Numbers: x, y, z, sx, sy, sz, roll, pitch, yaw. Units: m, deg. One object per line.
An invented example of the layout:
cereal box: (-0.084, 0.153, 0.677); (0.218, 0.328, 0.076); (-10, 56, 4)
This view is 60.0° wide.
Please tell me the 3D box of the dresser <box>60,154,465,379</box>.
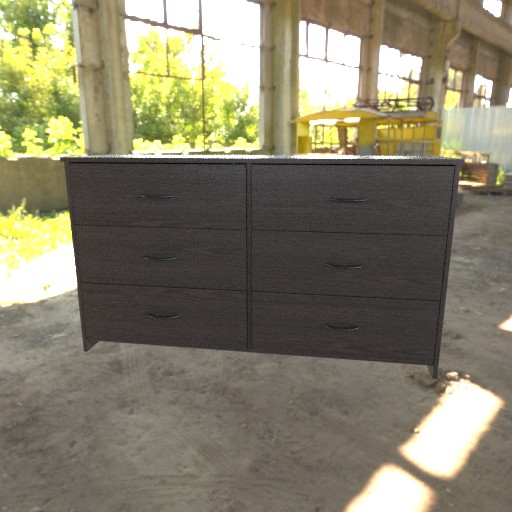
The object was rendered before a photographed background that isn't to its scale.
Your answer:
dresser: (0.000, 0.000, 1.725); (1.360, 0.755, 0.401); (2, 14, 9)
